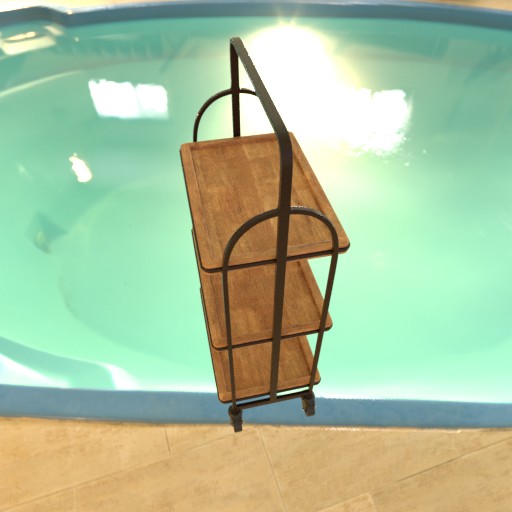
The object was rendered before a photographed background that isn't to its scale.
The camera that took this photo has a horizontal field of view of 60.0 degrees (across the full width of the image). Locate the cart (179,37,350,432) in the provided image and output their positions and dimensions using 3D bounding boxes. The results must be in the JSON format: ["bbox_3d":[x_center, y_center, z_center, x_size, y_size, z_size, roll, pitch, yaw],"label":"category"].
[{"bbox_3d":[0.000,0.000,1.227,0.327,1.001,0.553,-9,47,-9],"label":"cart"}]
